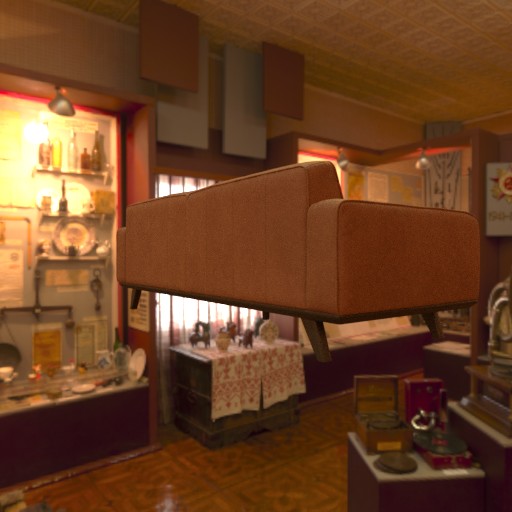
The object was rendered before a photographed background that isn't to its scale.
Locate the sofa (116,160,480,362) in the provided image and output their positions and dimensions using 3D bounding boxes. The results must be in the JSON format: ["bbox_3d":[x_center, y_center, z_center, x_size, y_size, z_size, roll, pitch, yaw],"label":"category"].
[{"bbox_3d":[0.000,0.000,2.674,0.953,0.780,2.270,0,0,-36],"label":"sofa"}]
